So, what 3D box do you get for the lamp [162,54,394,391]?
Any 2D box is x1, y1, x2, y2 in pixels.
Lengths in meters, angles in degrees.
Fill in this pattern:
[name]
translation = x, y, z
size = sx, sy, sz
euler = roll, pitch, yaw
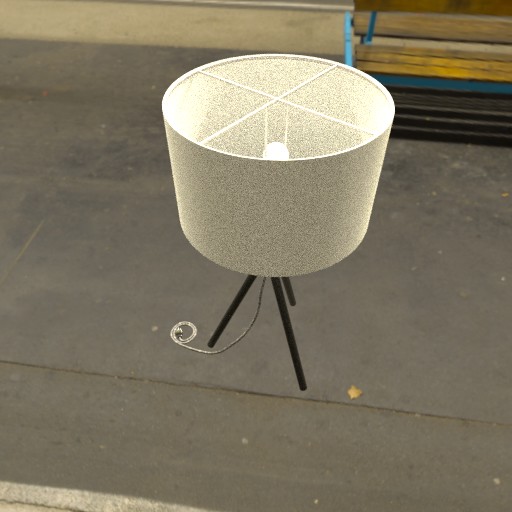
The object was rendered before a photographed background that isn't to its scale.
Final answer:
[lamp]
translation = 0.000, 0.000, 0.917
size = 0.422, 0.674, 0.353
euler = -10, 46, -10
